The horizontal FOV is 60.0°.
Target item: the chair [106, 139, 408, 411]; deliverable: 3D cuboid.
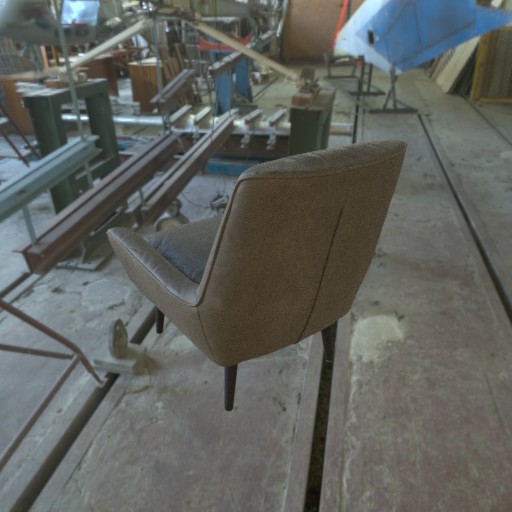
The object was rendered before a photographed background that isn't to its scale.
[{"bbox_3d":[0.000,0.000,1.508,0.787,0.888,0.824,-18,34,-28],"label":"chair"}]
